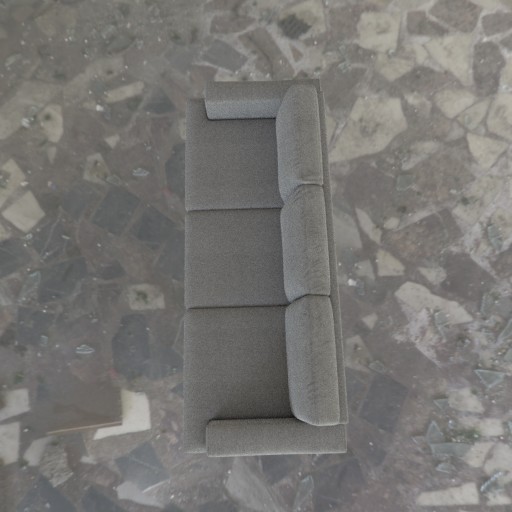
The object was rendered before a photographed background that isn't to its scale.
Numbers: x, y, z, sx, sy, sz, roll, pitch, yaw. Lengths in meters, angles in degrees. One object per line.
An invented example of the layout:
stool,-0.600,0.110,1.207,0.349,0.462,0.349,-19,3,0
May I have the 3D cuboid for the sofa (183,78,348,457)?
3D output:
sofa,0.000,0.000,2.806,0.920,0.810,2.310,-2,76,0
